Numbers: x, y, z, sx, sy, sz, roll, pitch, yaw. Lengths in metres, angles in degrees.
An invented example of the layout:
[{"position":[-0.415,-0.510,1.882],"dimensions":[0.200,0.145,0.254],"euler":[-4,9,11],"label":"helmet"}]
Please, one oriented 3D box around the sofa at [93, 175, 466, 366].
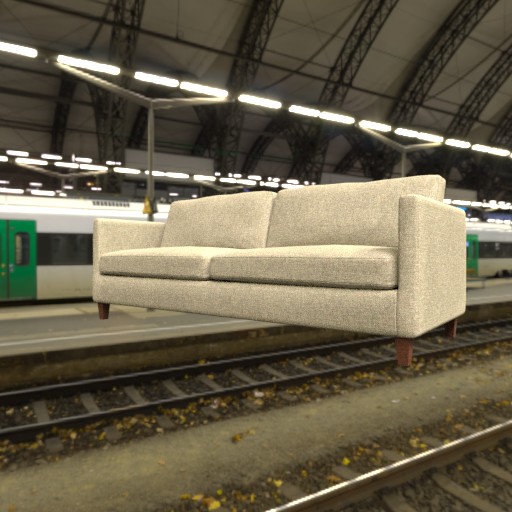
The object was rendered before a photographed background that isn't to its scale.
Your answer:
[{"position":[0.000,0.000,2.973],"dimensions":[2.434,0.951,0.948],"euler":[0,1,37],"label":"sofa"}]
